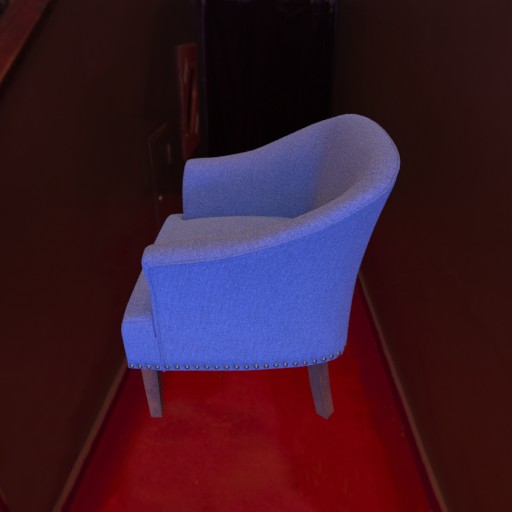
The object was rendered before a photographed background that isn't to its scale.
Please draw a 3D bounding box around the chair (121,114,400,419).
[{"bbox_3d":[0.000,0.000,1.421,0.704,0.815,0.798,0,28,0],"label":"chair"}]
